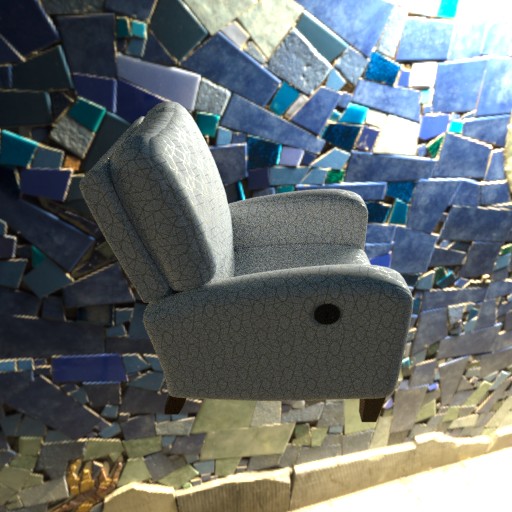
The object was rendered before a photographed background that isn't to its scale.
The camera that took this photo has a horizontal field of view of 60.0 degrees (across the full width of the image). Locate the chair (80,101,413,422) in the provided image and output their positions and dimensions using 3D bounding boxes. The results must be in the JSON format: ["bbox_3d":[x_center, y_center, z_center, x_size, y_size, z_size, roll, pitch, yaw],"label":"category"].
[{"bbox_3d":[0.000,0.000,1.727,0.995,1.064,0.796,0,31,0],"label":"chair"}]
